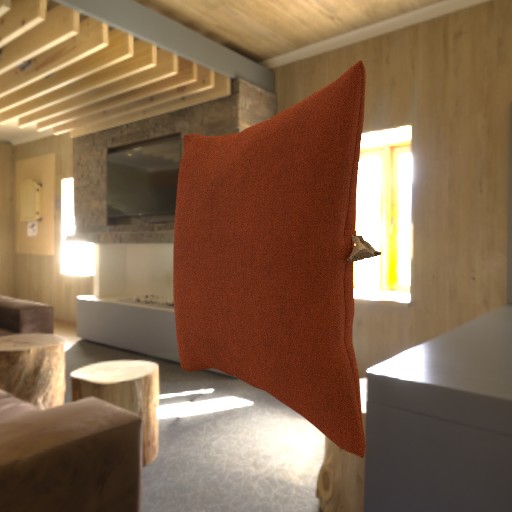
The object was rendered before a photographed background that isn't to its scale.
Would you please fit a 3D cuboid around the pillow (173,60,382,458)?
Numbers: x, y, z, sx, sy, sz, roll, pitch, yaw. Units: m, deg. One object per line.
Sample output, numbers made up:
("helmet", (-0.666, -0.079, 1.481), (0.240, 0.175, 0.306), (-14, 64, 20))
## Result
("pillow", (0.000, 0.000, 0.736), (0.165, 0.482, 0.490), (-1, 2, -36))
